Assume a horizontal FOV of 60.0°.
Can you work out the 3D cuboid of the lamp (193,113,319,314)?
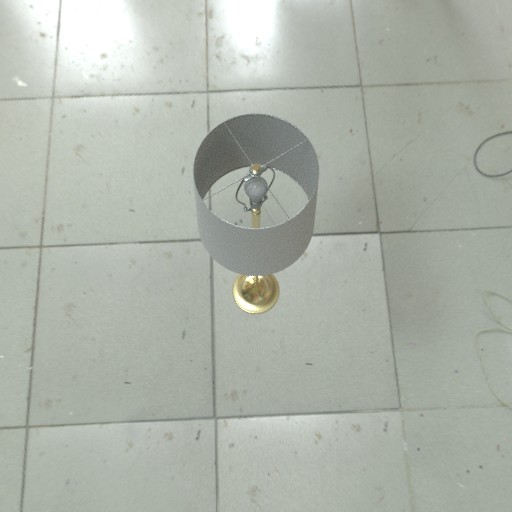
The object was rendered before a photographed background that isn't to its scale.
[{"bbox_3d":[0.000,0.000,1.696,0.337,1.543,0.337,0,76,0],"label":"lamp"}]
